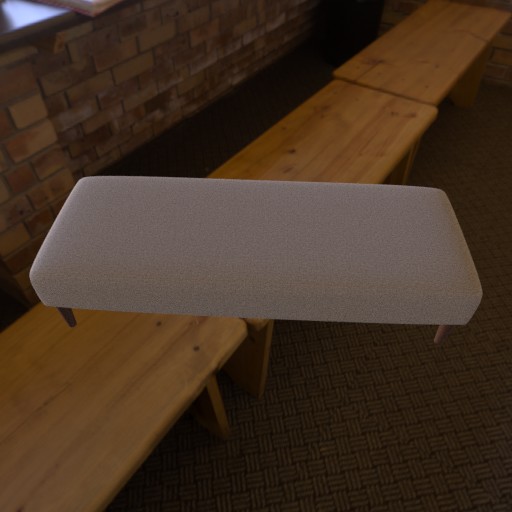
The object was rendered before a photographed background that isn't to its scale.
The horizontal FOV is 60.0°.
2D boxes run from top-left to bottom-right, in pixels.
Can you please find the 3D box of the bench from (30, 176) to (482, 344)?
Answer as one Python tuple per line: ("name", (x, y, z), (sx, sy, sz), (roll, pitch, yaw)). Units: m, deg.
("bench", (0.000, 0.000, 1.852), (1.598, 0.383, 0.631), (2, 47, 2))
